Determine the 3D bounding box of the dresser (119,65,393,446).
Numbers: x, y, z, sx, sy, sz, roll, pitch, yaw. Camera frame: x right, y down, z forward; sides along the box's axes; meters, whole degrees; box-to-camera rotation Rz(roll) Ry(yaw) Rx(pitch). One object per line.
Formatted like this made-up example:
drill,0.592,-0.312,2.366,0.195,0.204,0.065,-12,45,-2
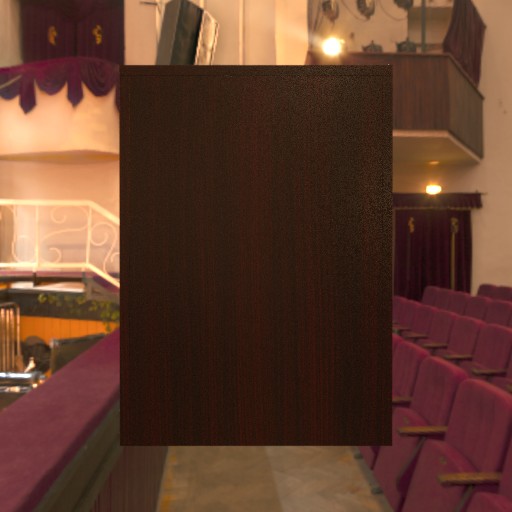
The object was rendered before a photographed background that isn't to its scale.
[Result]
dresser,0.000,0.000,0.829,0.400,0.560,0.360,0,0,0
